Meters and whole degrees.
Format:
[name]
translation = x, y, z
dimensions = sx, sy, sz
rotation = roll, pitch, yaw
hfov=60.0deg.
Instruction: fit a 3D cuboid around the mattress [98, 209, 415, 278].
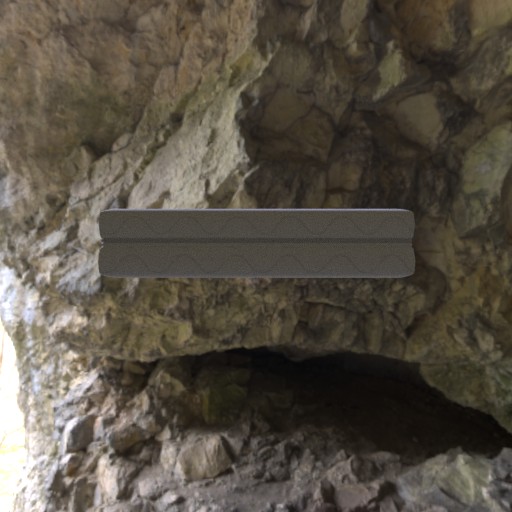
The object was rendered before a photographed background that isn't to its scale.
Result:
[mattress]
translation = 0.000, 0.000, 2.198
dimensions = 0.900, 0.200, 1.900
rotation = 0, -2, 0
